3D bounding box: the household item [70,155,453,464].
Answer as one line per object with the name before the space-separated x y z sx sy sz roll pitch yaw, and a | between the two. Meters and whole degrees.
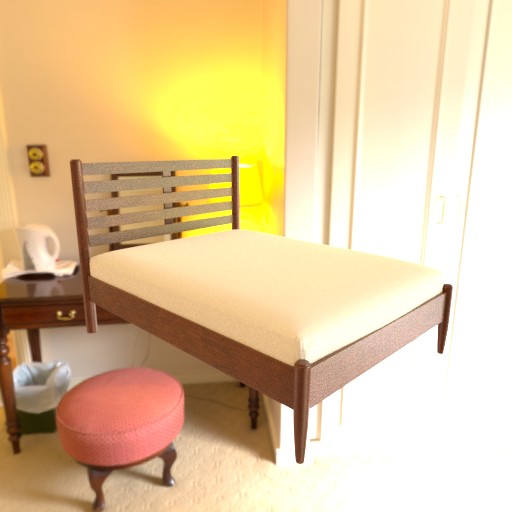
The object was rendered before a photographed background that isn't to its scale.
household item | 0.000 0.000 3.213 2.232 1.356 1.663 14 20 43
